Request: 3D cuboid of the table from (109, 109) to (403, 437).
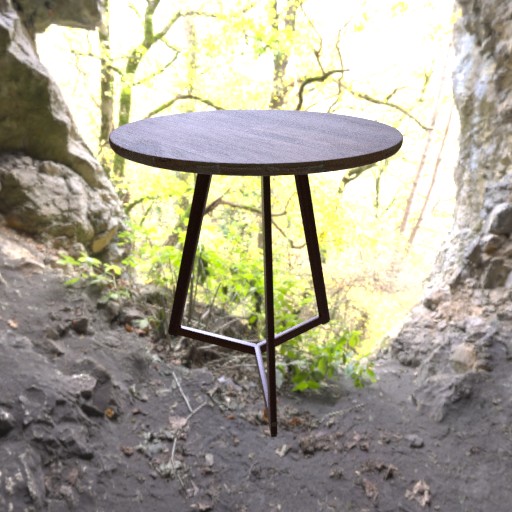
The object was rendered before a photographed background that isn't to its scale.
[{"bbox_3d":[0.000,0.000,0.892,0.500,0.500,0.500,0,26,0],"label":"table"}]
